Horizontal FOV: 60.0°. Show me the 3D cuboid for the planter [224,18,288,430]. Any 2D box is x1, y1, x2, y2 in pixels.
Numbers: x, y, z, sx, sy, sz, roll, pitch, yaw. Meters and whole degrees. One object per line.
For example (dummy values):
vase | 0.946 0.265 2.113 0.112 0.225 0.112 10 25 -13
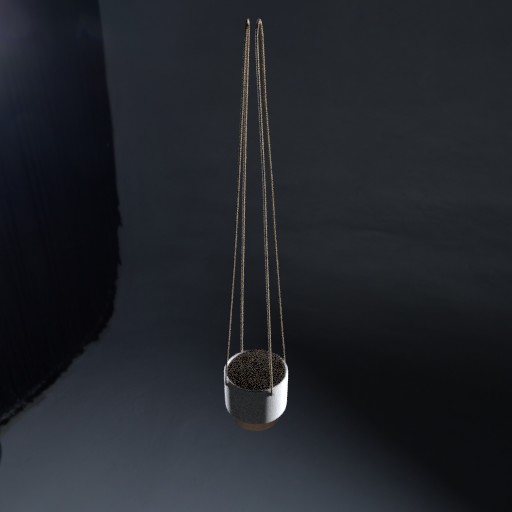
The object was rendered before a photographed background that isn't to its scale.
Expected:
planter | 0.000 0.000 0.889 0.146 0.841 0.146 8 27 16
